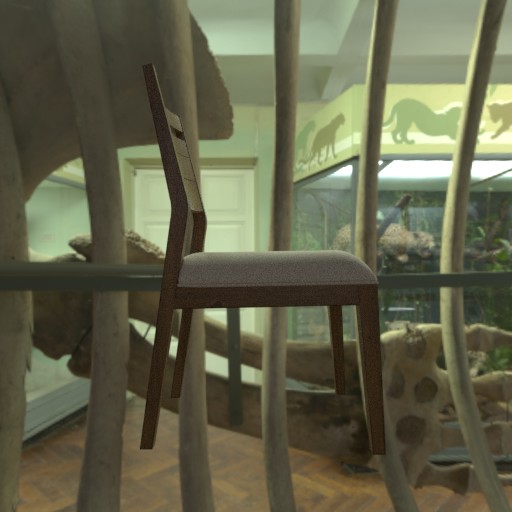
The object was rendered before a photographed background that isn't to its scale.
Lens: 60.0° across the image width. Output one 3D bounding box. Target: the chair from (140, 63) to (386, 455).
[{"bbox_3d":[0.000,0.000,1.291,0.610,0.939,0.497,0,0,0],"label":"chair"}]
